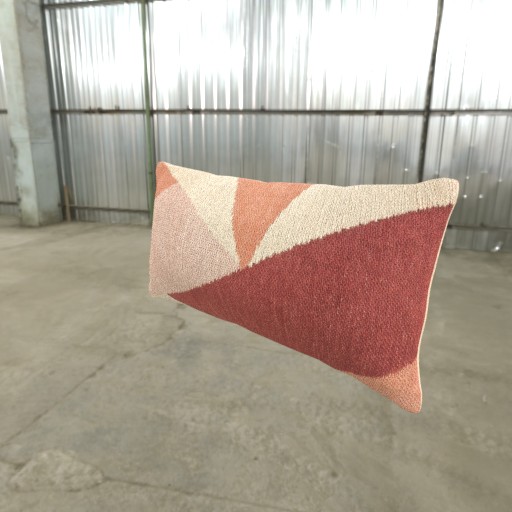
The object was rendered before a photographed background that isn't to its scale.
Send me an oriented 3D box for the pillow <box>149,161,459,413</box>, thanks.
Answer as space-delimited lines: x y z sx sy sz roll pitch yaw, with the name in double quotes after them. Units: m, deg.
0.000 0.000 0.737 0.609 0.292 0.155 14 21 42 "pillow"
